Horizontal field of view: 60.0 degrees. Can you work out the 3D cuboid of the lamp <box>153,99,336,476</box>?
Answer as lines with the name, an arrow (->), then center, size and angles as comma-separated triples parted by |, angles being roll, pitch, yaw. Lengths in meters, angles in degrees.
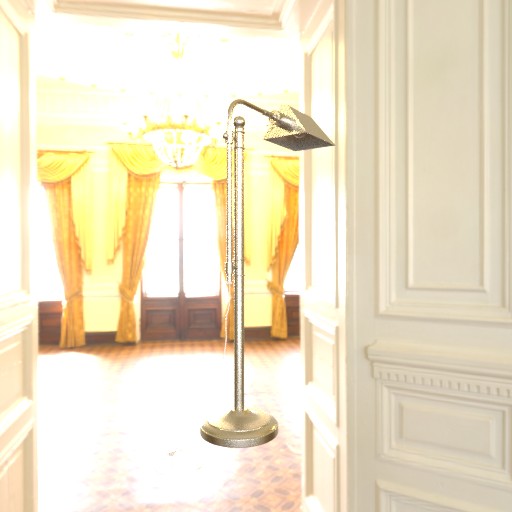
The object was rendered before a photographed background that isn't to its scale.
lamp -> 0.000, 0.000, 0.942 | 0.159, 0.708, 0.546 | 0, 1, 35
